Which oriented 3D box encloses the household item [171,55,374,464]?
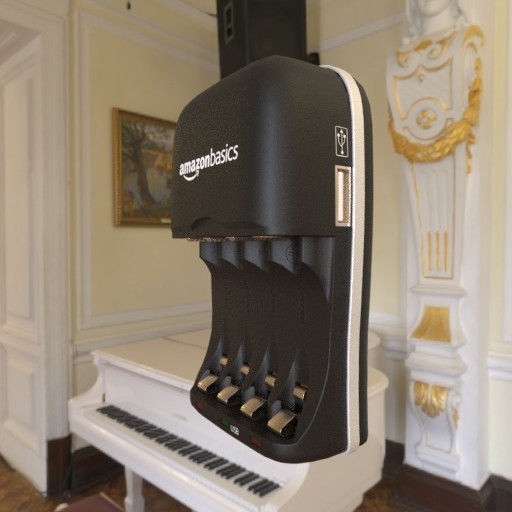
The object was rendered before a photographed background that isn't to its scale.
[{"bbox_3d":[0.000,0.000,0.144,0.038,0.114,0.070,-1,2,-35],"label":"household item"}]
